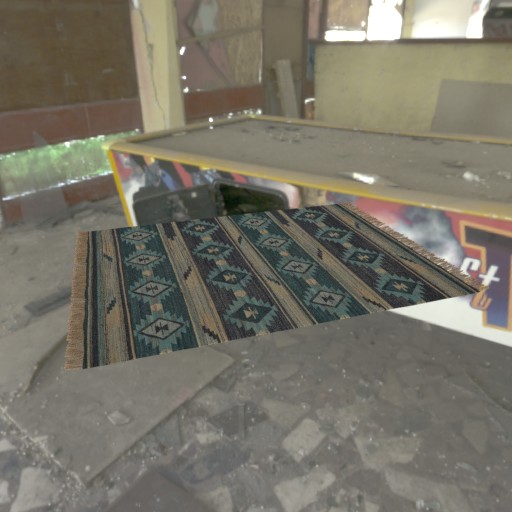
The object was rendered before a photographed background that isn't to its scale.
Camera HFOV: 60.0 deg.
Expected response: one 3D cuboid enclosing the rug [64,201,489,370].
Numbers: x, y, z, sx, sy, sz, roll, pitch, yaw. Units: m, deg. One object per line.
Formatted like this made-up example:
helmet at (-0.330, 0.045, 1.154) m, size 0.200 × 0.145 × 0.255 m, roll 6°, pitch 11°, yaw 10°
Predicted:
rug at (0.000, 0.000, 4.223) m, size 3.307 × 0.047 × 2.418 m, roll -8°, pitch 26°, yaw -16°
